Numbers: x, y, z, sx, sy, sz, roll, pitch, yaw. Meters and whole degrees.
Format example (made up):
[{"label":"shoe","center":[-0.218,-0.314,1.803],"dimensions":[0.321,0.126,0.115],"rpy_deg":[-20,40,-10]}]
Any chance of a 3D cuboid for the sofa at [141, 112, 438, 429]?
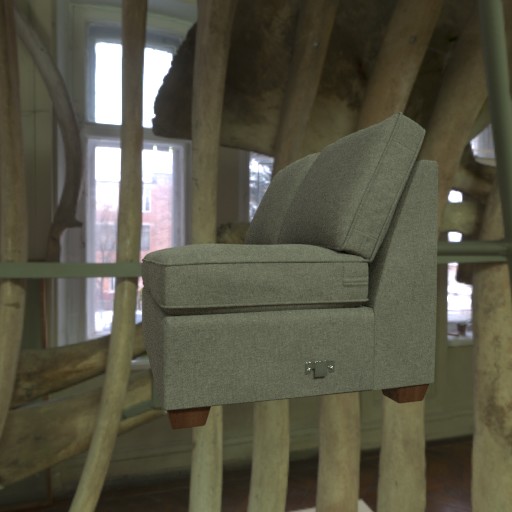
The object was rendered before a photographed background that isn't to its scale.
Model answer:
[{"label":"sofa","center":[0.000,0.000,1.976],"dimensions":[0.951,1.008,1.237],"rpy_deg":[0,1,-17]}]
